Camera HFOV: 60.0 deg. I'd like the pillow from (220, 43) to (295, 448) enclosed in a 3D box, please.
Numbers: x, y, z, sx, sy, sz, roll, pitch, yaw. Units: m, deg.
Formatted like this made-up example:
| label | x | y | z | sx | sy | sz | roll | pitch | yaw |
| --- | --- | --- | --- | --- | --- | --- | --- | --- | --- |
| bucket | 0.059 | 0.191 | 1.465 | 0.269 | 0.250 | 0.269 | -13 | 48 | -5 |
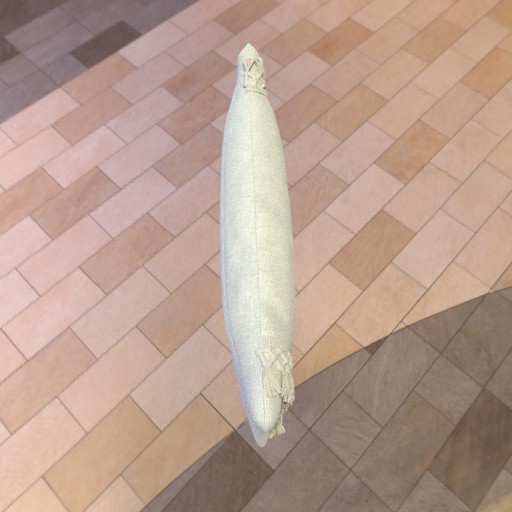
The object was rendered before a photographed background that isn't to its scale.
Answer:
| label | x | y | z | sx | sy | sz | roll | pitch | yaw |
| --- | --- | --- | --- | --- | --- | --- | --- | --- | --- |
| pillow | 0.000 | 0.000 | 0.597 | 0.084 | 0.305 | 0.466 | -2 | 64 | -1 |
